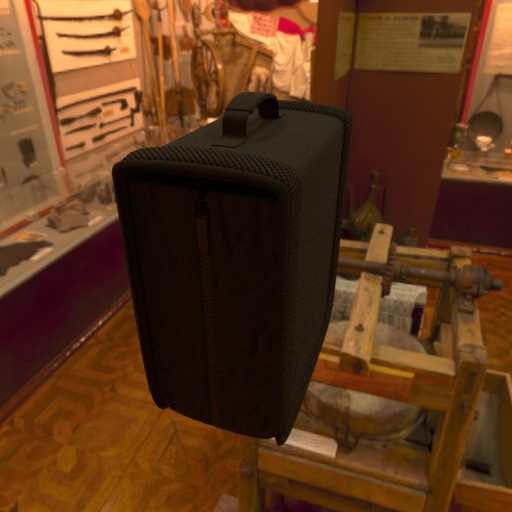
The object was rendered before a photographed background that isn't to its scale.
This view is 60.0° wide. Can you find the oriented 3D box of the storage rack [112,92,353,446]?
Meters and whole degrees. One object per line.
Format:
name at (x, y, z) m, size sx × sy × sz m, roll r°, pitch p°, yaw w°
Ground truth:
storage rack at (0.000, 0.000, 0.556) m, size 0.168 × 0.387 × 0.297 m, roll 10°, pitch 31°, yaw 18°
